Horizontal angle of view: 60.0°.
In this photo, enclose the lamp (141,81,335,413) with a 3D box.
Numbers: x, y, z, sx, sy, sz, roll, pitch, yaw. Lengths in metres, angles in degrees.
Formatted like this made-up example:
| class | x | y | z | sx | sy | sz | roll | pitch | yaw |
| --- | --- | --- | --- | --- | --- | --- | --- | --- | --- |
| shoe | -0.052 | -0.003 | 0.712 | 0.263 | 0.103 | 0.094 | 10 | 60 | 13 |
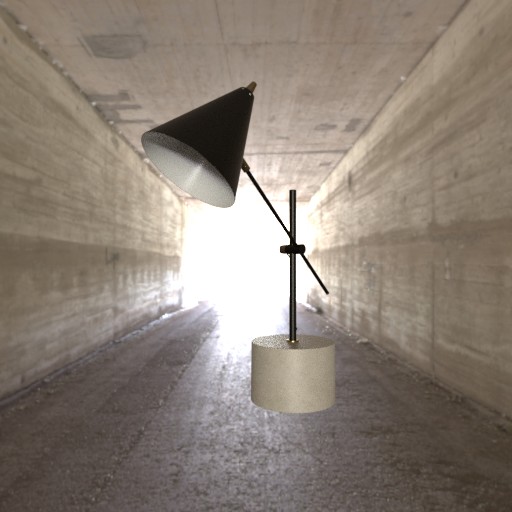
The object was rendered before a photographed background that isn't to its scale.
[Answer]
| class | x | y | z | sx | sy | sz | roll | pitch | yaw |
| --- | --- | --- | --- | --- | --- | --- | --- | --- | --- |
| lamp | 0.000 | 0.000 | 0.720 | 0.403 | 0.518 | 0.214 | 0 | -1 | -36 |
